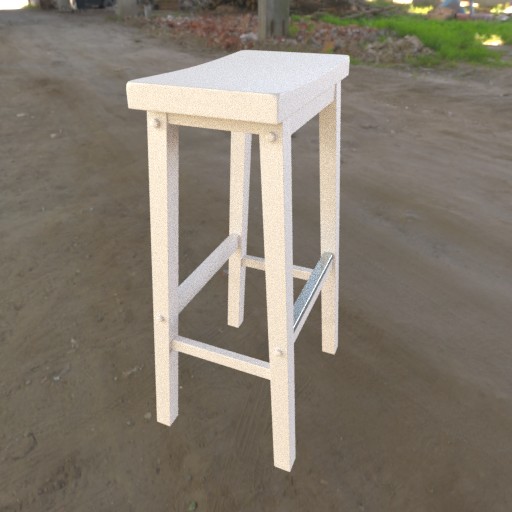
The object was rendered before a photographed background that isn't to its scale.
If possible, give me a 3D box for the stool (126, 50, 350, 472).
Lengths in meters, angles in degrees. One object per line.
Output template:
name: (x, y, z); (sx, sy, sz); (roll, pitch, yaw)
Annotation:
stool: (0.000, 0.000, 0.933); (0.322, 0.742, 0.406); (12, 33, 19)
